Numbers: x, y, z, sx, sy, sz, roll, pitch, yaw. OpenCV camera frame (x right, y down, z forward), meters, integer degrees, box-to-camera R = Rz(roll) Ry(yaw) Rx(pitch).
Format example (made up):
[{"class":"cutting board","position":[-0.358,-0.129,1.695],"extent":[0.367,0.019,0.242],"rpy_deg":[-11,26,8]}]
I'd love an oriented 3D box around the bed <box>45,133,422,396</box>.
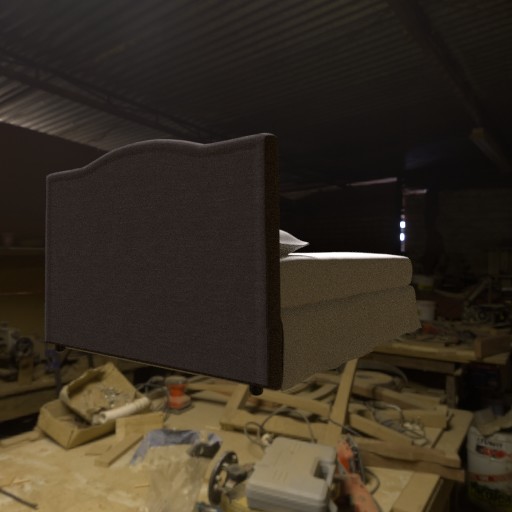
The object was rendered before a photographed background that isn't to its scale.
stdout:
[{"class":"bed","position":[0.000,0.000,3.904],"extent":[2.161,1.457,2.689],"rpy_deg":[0,0,35]}]
